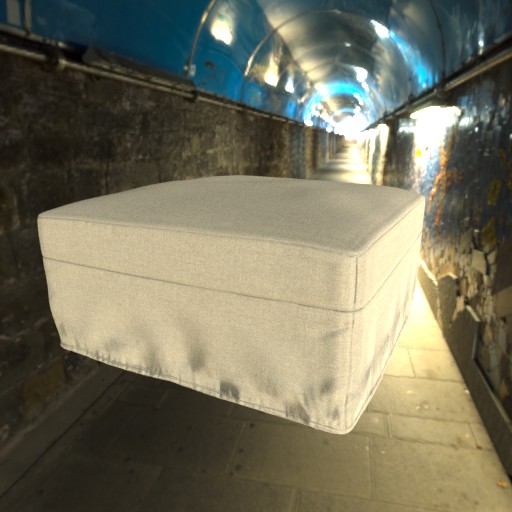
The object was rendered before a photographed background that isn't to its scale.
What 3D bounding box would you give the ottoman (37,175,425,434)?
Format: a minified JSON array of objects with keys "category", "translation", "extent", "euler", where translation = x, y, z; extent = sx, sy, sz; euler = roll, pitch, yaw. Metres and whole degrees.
[{"category":"ottoman","translation":[0.000,0.000,1.314],"extent":[0.840,0.436,0.843],"euler":[8,17,26]}]
